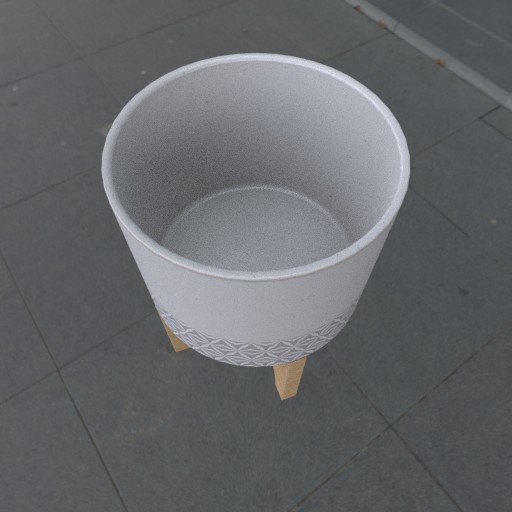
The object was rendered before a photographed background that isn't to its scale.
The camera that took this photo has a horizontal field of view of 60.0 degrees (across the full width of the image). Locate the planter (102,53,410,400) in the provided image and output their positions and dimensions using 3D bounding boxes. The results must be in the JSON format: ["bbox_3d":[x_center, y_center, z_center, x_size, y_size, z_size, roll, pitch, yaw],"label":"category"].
[{"bbox_3d":[0.000,0.000,0.384,0.188,0.260,0.188,0,58,0],"label":"planter"}]
